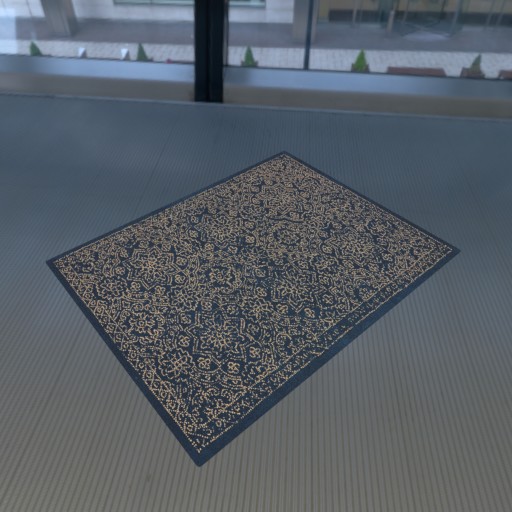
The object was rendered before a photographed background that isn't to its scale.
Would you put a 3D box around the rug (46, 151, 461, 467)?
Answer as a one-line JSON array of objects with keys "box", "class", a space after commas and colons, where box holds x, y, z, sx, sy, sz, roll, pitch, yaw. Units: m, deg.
[{"box": [0.000, 0.000, 4.146, 3.048, 0.010, 2.438, -31, 51, -28], "class": "rug"}]
